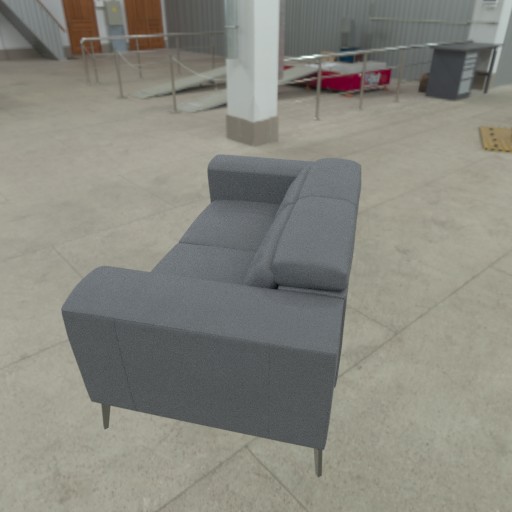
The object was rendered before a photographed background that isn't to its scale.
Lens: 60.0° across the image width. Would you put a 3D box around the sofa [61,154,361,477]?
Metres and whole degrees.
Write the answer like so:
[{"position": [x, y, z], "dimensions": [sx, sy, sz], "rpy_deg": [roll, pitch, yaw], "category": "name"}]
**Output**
[{"position": [0.000, 0.000, 2.366], "dimensions": [1.003, 0.779, 1.895], "rpy_deg": [7, 31, 12], "category": "sofa"}]
